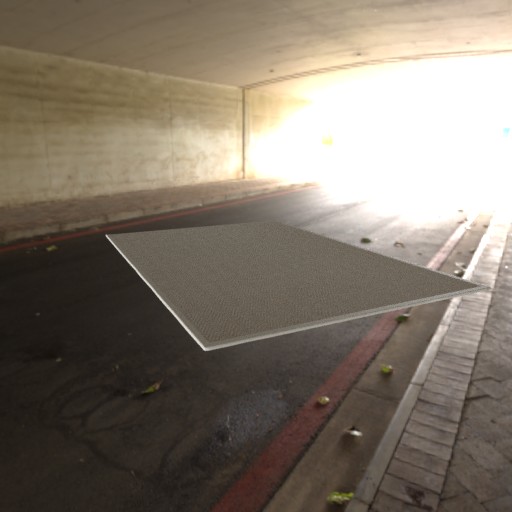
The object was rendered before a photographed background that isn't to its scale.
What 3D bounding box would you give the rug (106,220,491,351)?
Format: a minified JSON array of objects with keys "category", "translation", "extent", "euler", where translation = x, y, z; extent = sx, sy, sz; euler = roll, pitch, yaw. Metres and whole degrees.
[{"category":"rug","translation":[0.000,0.000,2.862],"extent":[1.532,0.017,2.244],"euler":[-7,16,-26]}]
